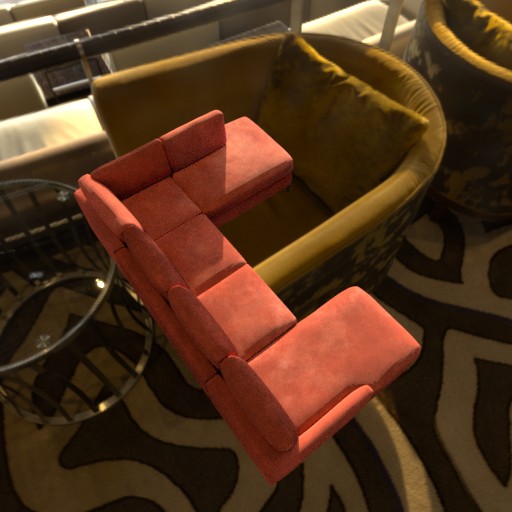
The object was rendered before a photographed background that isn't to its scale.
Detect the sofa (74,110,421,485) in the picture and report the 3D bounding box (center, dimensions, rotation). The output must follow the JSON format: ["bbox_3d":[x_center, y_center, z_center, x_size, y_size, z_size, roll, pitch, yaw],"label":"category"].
[{"bbox_3d":[0.000,0.000,3.849,1.981,0.858,2.971,-33,63,-19],"label":"sofa"}]
